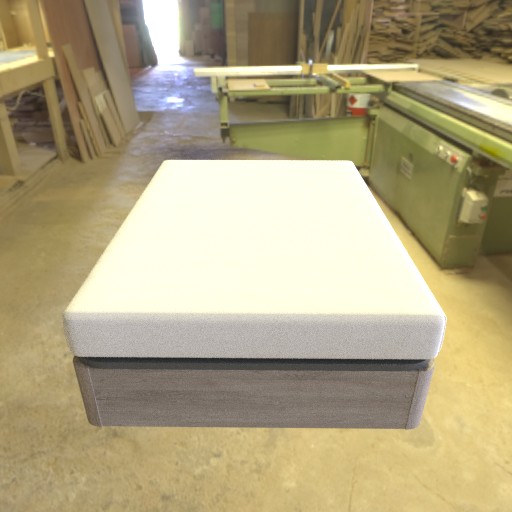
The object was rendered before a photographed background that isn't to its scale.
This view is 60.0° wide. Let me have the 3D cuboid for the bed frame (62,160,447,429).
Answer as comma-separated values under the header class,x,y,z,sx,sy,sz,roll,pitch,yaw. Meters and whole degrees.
class,x,y,z,sx,sy,sz,roll,pitch,yaw
bed frame,0.000,0.000,2.506,1.400,0.561,1.900,0,29,1
